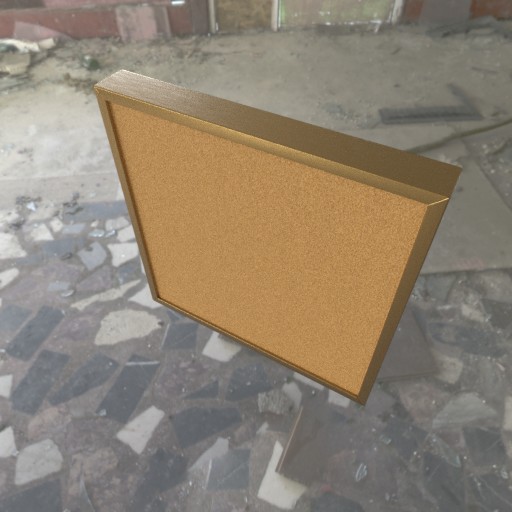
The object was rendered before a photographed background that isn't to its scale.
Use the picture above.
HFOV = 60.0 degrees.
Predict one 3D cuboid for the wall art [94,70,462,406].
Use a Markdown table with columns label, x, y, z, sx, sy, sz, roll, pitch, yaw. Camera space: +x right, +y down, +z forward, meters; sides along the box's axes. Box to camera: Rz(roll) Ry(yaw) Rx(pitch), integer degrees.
| label | x | y | z | sx | sy | sz | roll | pitch | yaw |
| --- | --- | --- | --- | --- | --- | --- | --- | --- | --- |
| wall art | 0.000 | 0.000 | 0.454 | 0.305 | 0.305 | 0.037 | 23 | 51 | 20 |
